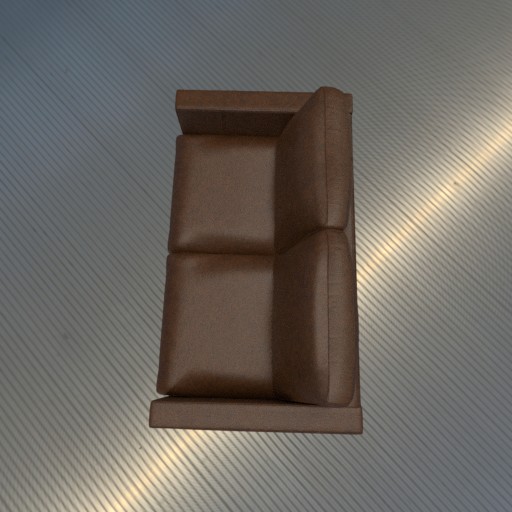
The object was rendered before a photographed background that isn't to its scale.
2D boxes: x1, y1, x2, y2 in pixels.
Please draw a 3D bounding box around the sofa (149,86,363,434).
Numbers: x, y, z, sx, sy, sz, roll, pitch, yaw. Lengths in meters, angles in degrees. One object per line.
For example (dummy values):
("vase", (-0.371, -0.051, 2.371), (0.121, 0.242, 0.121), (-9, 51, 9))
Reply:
("sofa", (0.000, 0.000, 2.190), (0.909, 0.951, 1.578), (1, 75, 0))
